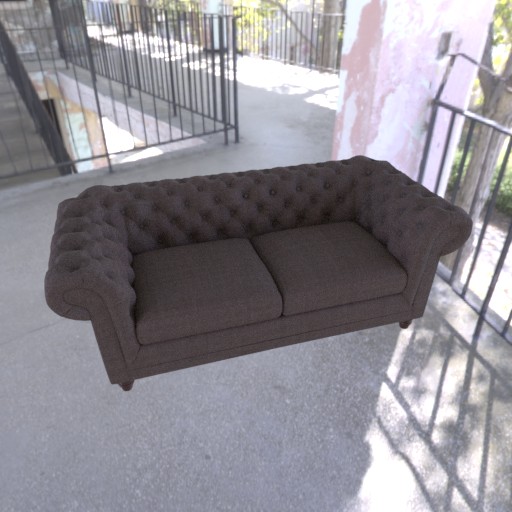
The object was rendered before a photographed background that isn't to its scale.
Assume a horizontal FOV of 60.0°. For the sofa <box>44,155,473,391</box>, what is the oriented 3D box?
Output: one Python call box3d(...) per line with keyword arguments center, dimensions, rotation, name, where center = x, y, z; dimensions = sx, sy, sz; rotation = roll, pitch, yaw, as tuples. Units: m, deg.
box3d(center=(0.000, 0.000, 2.514), dimensions=(2.048, 0.780, 0.944), rotation=(-9, 34, -14), name="sofa")
